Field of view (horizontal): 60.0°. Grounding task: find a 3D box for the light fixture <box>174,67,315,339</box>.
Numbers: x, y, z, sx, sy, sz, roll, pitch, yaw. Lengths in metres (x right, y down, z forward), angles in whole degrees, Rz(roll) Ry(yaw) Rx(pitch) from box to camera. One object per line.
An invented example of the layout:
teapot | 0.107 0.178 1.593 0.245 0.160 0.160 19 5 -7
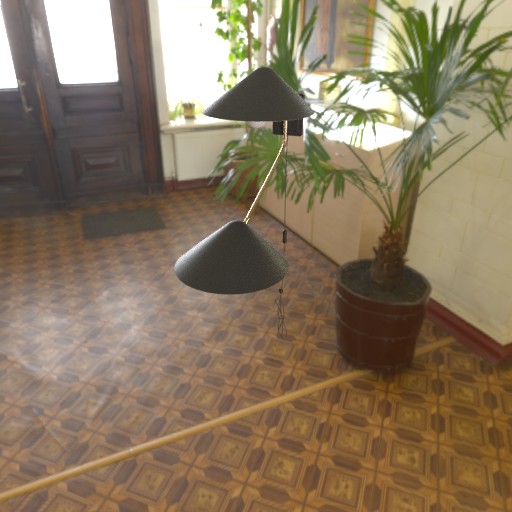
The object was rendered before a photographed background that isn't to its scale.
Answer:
light fixture | 0.000 0.000 0.852 0.189 0.665 0.422 9 28 18
